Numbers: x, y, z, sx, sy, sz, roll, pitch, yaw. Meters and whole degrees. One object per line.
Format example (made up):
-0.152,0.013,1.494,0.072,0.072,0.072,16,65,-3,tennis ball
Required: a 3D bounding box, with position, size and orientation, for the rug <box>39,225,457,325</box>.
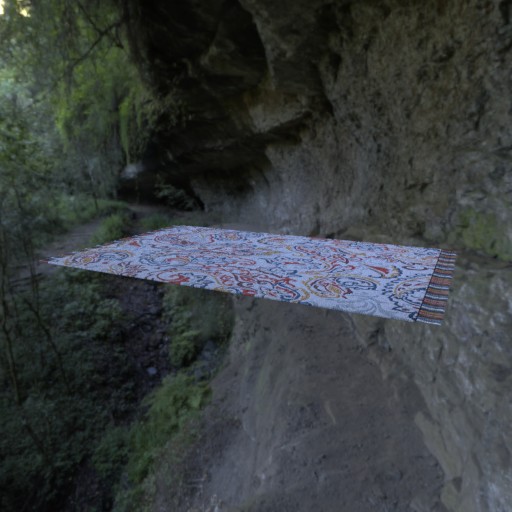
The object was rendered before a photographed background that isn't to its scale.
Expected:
0.000,0.000,2.454,1.997,0.010,1.218,7,15,25,rug
